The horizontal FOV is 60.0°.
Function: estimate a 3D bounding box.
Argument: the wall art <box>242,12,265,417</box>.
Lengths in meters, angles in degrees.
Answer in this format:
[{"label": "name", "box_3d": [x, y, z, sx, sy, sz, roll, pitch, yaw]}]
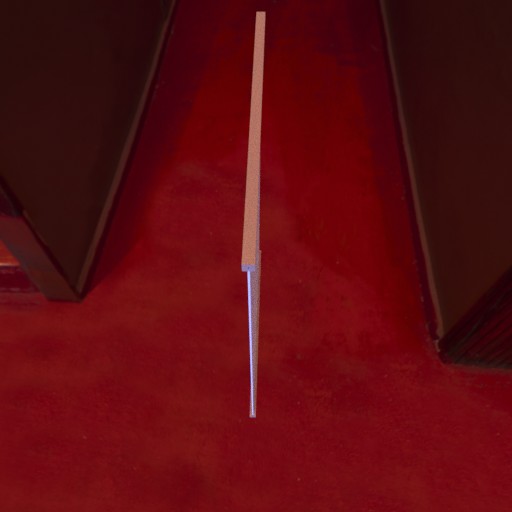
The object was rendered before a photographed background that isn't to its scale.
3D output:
[{"label": "wall art", "box_3d": [0.000, 0.000, 1.876, 0.030, 1.519, 0.990, 2, 58, 1]}]
